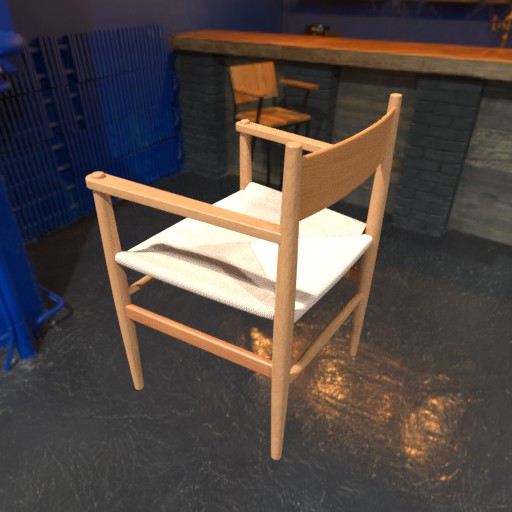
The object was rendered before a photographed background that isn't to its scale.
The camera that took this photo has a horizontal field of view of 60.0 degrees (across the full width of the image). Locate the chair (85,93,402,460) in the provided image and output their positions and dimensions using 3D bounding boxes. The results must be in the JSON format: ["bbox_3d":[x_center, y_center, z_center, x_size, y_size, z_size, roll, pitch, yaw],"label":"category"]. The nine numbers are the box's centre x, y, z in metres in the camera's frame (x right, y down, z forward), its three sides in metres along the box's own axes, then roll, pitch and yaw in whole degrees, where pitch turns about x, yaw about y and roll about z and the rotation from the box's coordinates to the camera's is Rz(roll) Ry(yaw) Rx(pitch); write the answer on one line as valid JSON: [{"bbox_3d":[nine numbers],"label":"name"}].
[{"bbox_3d":[0.000,0.000,1.115,0.495,0.762,0.556,20,37,30],"label":"chair"}]
